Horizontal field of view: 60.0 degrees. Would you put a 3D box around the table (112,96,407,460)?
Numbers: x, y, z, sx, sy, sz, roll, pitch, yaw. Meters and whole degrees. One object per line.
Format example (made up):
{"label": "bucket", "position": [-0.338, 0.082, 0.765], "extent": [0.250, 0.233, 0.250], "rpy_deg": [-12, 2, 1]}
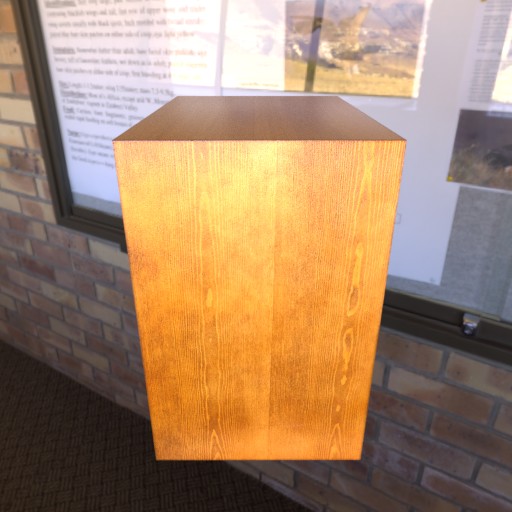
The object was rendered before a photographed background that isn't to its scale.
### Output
{"label": "table", "position": [0.000, 0.000, 0.967], "extent": [0.400, 0.605, 0.550], "rpy_deg": [0, 26, 0]}
